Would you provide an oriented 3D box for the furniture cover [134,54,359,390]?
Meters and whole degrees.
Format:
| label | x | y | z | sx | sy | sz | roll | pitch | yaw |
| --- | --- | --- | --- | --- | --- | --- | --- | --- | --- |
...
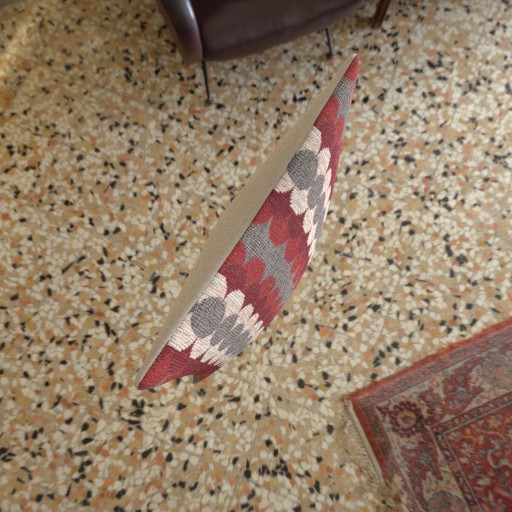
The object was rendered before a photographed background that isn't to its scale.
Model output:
| label | x | y | z | sx | sy | sz | roll | pitch | yaw |
| --- | --- | --- | --- | --- | --- | --- | --- | --- | --- |
| furniture cover | 0.000 | 0.000 | 0.649 | 0.145 | 0.420 | 0.435 | 31 | 78 | 7 |
